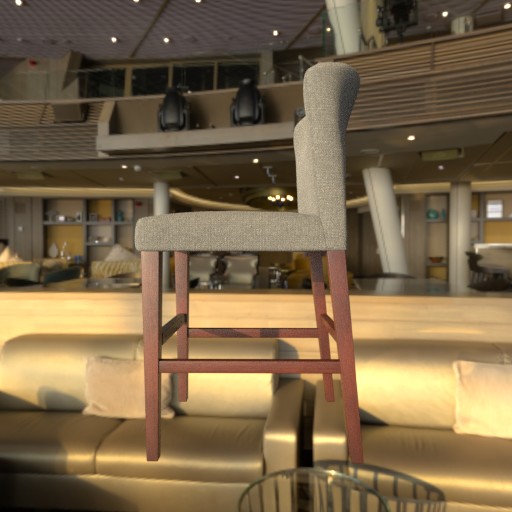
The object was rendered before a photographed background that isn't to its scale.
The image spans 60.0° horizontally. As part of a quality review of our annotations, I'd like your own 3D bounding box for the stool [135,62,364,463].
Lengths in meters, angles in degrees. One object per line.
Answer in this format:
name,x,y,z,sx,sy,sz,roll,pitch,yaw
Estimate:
stool,0.000,0.000,1.255,0.568,0.968,0.479,0,1,1
